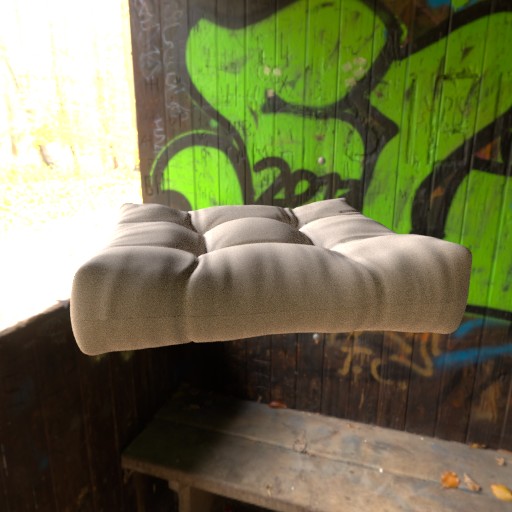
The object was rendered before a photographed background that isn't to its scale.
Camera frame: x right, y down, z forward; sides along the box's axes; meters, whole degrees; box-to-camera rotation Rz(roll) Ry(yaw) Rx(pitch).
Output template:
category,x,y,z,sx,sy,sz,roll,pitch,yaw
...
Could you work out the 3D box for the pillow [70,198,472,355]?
category,x,y,z,sx,sy,sz,roll,pitch,yaw
pillow,0.000,0.000,0.725,0.490,0.128,0.468,-3,16,-9
